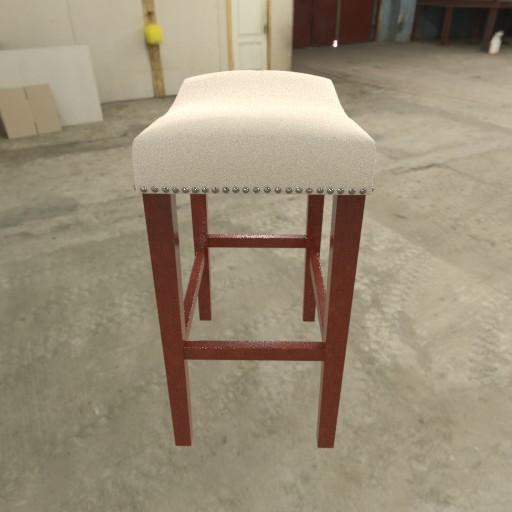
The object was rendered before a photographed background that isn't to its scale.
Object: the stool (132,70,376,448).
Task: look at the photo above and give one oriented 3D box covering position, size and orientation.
[{"bbox_3d":[0.000,0.000,1.030,0.372,0.742,0.504,0,31,1],"label":"stool"}]
